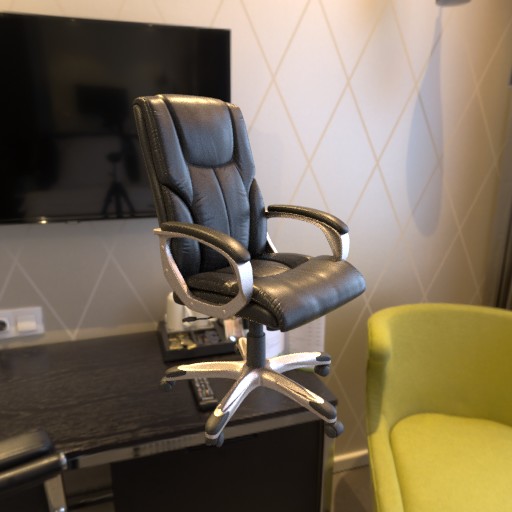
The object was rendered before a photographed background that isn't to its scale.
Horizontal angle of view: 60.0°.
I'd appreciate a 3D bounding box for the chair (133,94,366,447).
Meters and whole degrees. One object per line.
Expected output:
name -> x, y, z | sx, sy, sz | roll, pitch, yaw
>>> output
chair -> 0.000, 0.000, 1.617 | 0.780, 1.145, 0.700 | 13, 20, 41
